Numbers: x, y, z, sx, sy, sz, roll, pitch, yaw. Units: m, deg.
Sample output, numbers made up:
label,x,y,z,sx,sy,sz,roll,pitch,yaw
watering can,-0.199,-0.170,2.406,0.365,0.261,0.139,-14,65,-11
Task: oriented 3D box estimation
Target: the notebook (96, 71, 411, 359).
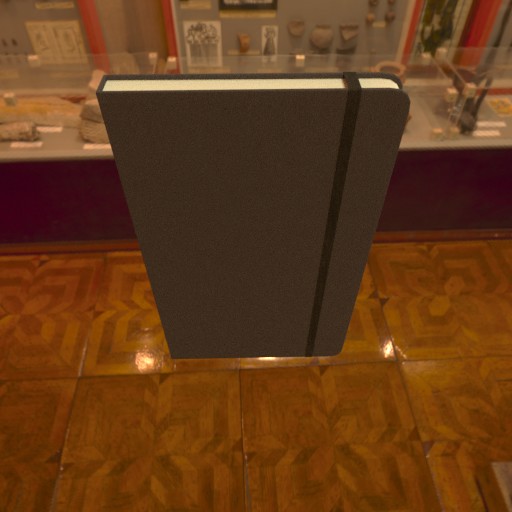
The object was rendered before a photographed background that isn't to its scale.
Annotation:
label,x,y,z,sx,sy,sz,roll,pitch,yaw
notebook,0.000,0.000,0.259,0.127,0.213,0.016,-1,48,-1
